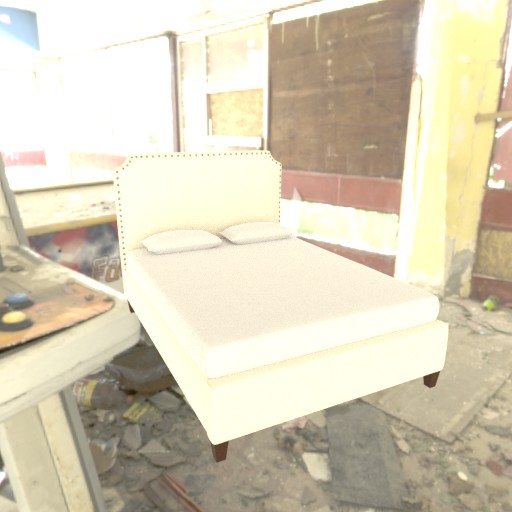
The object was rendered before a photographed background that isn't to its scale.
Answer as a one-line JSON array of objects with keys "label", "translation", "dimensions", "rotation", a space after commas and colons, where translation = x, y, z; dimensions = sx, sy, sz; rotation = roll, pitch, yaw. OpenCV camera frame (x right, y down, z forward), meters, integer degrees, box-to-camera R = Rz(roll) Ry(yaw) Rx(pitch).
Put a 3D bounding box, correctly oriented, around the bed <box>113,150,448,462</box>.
[{"label": "bed", "translation": [0.000, 0.000, 3.498], "dimensions": [1.712, 1.497, 2.372], "rotation": [-8, 18, -25]}]
